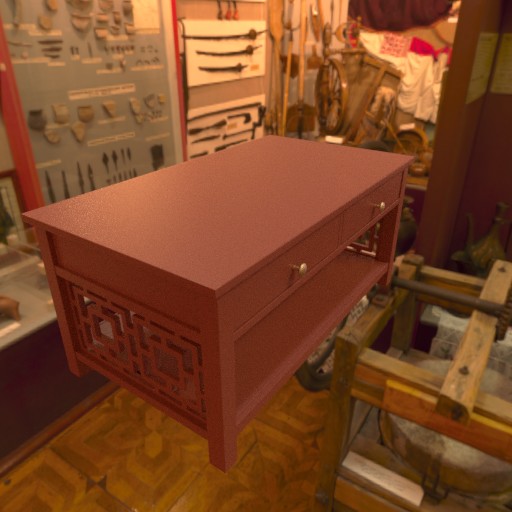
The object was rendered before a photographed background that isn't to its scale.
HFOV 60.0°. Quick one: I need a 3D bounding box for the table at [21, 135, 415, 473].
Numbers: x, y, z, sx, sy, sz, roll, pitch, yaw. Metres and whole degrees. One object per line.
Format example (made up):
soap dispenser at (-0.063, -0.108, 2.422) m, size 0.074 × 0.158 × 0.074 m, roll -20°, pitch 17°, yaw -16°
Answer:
table at (0.000, 0.000, 1.396) m, size 0.612 × 0.493 × 1.068 m, roll 18°, pitch 32°, yaw 31°
